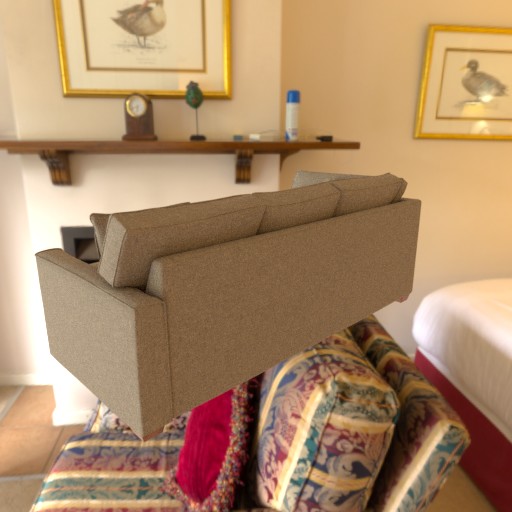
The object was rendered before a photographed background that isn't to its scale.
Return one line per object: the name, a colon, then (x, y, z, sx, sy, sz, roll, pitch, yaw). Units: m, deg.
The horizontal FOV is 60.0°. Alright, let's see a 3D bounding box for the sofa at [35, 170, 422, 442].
sofa: (0.000, 0.000, 2.797, 2.317, 0.962, 1.061, -15, 22, -42)
